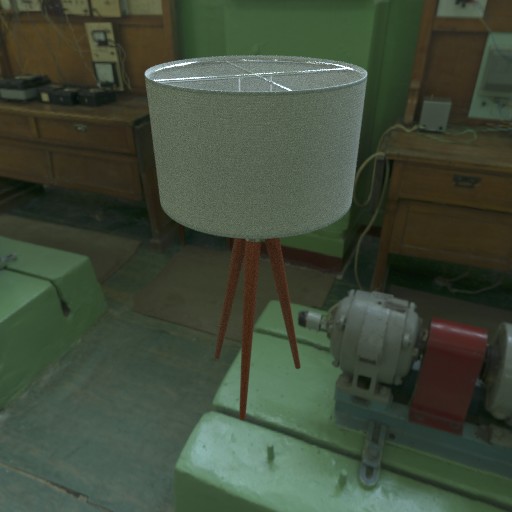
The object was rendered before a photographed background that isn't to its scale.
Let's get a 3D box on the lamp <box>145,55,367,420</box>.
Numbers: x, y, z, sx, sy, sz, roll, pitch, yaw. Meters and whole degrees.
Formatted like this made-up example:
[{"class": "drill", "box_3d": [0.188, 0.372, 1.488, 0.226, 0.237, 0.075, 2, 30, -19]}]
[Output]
[{"class": "lamp", "box_3d": [0.000, 0.000, 0.905, 0.355, 0.709, 0.354, 11, 33, 17]}]
